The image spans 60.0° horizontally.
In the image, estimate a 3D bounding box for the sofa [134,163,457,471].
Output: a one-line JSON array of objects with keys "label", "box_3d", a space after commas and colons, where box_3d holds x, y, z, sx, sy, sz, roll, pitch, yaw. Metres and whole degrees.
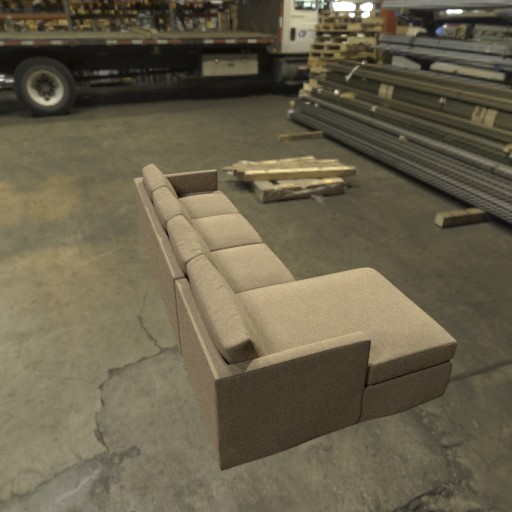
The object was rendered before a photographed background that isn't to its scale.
[{"label": "sofa", "box_3d": [0.000, 0.000, 3.864, 1.638, 0.920, 3.198, -11, 31, -18]}]
